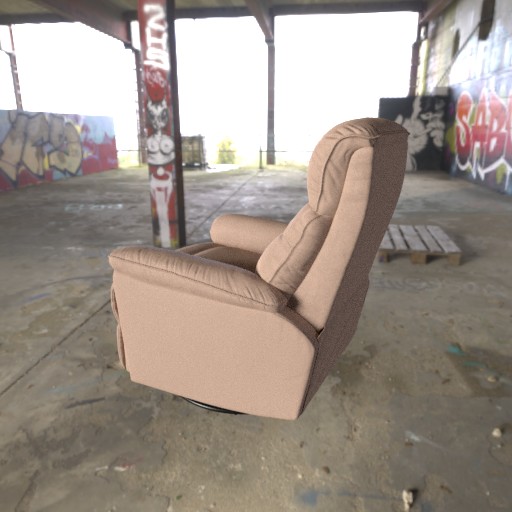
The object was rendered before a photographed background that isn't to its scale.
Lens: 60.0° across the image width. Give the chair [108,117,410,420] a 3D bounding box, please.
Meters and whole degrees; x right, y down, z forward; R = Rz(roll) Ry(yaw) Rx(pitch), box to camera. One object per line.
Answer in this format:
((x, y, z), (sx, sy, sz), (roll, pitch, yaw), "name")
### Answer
((0.000, 0.000, 1.747), (1.004, 1.037, 0.820), (8, 18, 26), "chair")
